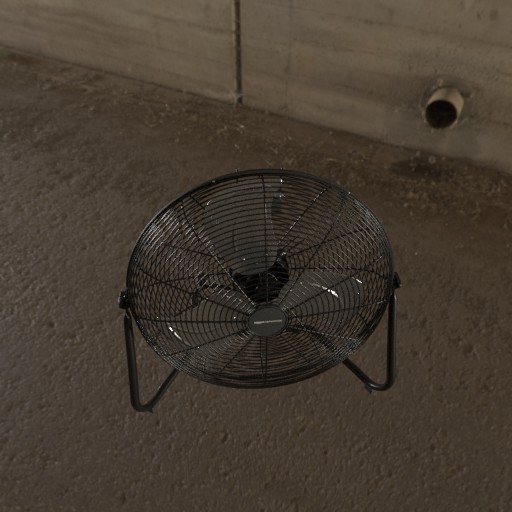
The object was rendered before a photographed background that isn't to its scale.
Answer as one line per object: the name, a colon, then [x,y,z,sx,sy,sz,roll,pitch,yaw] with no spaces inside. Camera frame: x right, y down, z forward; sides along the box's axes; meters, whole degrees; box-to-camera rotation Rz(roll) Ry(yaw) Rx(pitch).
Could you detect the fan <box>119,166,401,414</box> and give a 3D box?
fan: [0.000,0.000,1.008,0.595,0.605,0.470,-4,46,-4]
